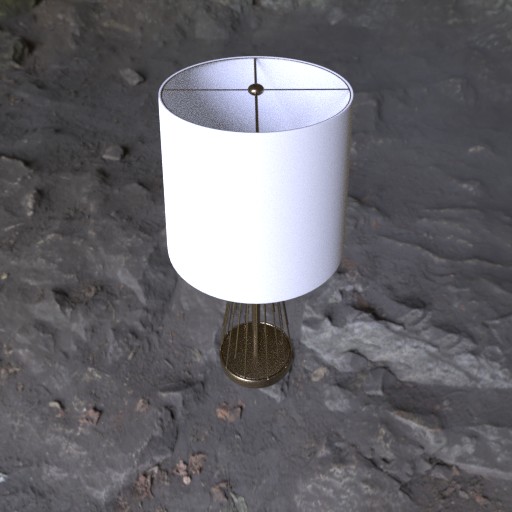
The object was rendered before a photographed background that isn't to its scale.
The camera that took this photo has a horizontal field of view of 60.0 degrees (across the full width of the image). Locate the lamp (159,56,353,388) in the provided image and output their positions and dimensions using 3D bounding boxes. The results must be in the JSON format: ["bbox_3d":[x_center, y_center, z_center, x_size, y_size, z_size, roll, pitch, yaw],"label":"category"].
[{"bbox_3d":[0.000,0.000,0.798,0.303,0.618,0.303,0,42,0],"label":"lamp"}]
